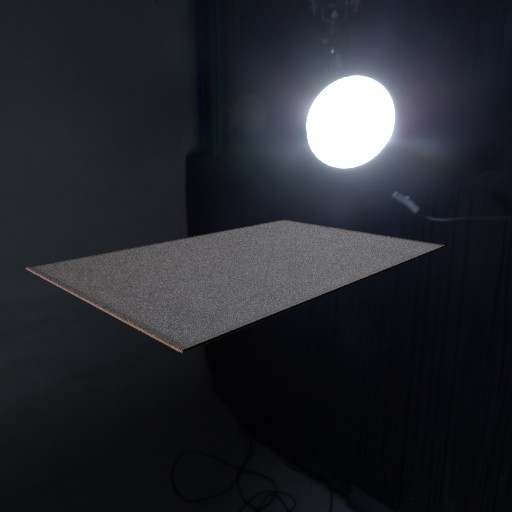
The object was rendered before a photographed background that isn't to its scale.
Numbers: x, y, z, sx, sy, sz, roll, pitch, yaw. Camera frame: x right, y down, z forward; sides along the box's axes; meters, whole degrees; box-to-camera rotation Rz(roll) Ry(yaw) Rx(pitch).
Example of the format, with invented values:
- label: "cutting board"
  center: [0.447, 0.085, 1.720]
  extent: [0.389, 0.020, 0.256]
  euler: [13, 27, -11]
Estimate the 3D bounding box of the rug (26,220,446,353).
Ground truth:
- label: "rug"
  center: [0.000, 0.000, 2.852]
  extent: [1.524, 0.011, 2.286]
  euler: [14, 20, 43]
